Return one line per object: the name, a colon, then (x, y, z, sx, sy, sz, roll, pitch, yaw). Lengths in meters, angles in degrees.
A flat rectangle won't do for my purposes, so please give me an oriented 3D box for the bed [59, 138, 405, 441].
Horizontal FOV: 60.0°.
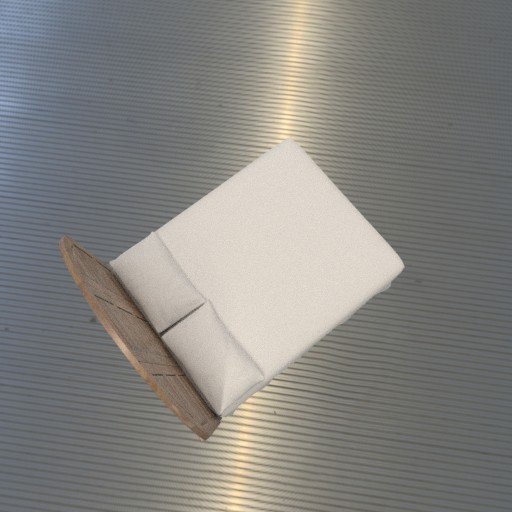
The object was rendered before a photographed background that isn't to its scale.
bed: (0.000, 0.000, 3.443, 2.112, 2.002, 1.713, -37, 78, -9)
